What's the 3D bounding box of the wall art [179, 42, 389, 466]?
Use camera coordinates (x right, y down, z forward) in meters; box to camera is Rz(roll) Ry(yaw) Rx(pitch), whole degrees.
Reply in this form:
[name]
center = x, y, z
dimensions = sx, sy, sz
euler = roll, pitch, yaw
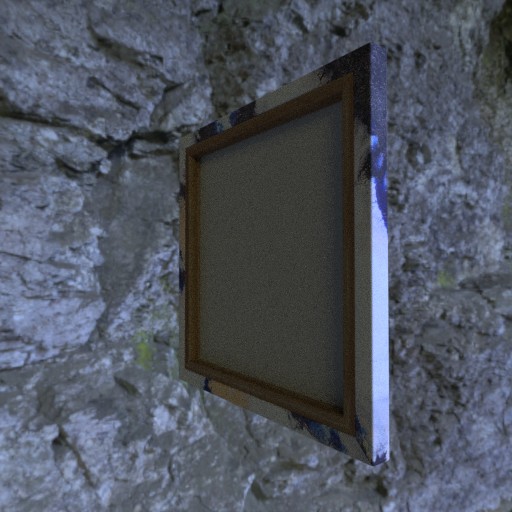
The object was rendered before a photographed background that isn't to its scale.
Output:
[wall art]
center = 0.000, 0.000, 0.888
dimensions = 0.039, 0.609, 0.609
euler = 1, -2, -36
